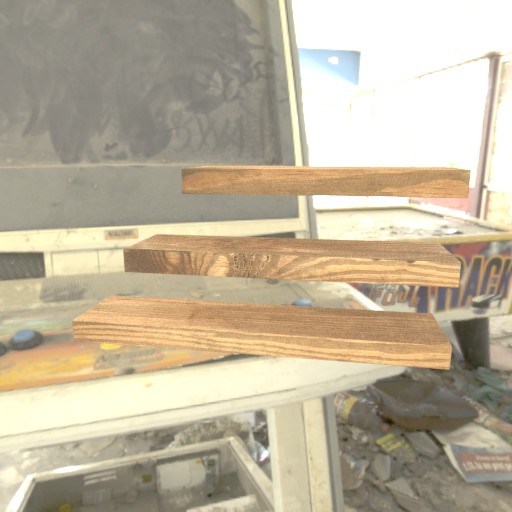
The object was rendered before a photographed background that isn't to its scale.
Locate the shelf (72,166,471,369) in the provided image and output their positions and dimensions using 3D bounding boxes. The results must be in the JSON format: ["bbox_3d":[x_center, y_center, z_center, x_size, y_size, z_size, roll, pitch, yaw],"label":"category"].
[{"bbox_3d":[0.000,0.000,0.744,0.610,0.293,0.140,2,13,9],"label":"shelf"}]
